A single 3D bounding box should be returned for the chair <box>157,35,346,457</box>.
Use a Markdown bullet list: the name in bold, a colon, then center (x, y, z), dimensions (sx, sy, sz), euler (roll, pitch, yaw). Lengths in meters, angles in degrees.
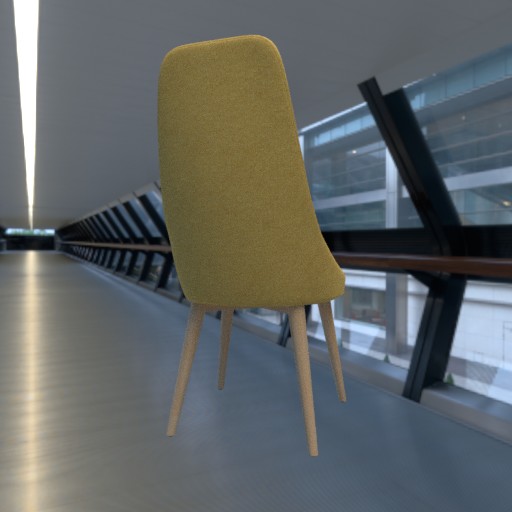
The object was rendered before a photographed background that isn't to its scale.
- **chair**: center (0.000, 0.000, 1.365), dimensions (0.510, 1.040, 0.660), euler (0, 1, 18)
